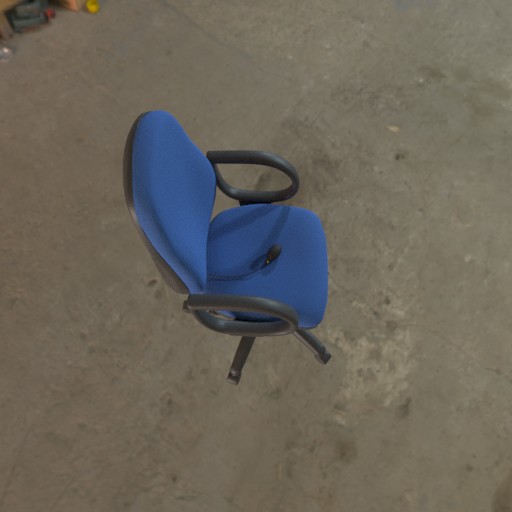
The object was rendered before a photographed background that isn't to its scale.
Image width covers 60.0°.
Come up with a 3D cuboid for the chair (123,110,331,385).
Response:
[{"bbox_3d":[0.000,0.000,1.257,0.549,0.905,0.552,3,62,1],"label":"chair"}]
